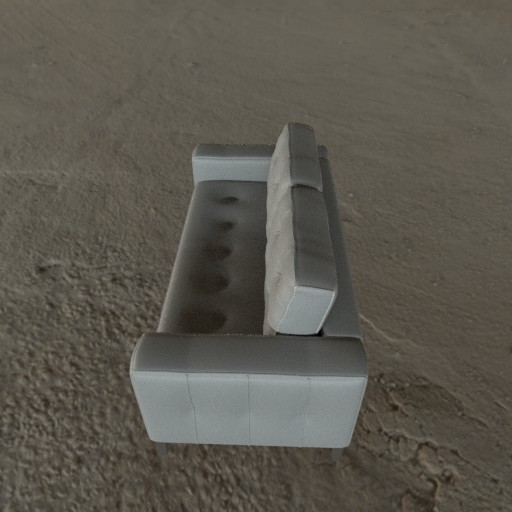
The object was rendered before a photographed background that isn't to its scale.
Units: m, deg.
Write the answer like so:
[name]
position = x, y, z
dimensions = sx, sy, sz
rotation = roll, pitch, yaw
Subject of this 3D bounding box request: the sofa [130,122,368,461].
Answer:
[sofa]
position = 0.000, 0.000, 2.245
dimensions = 0.833, 0.893, 1.726
rotation = 1, 41, 1
